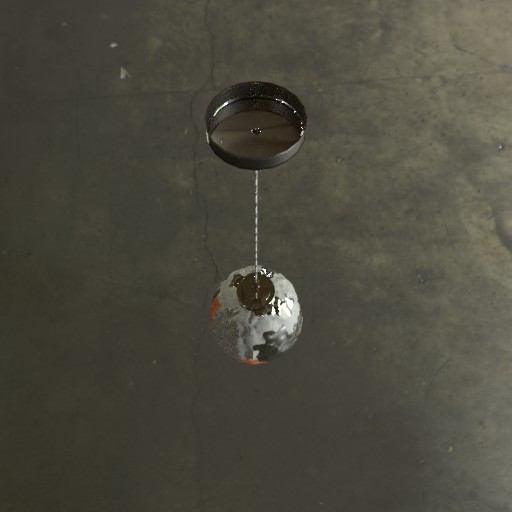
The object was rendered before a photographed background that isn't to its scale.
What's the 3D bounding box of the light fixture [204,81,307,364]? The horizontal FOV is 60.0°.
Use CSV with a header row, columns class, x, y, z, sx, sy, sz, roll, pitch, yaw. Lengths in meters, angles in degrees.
class,x,y,z,sx,sy,sz,roll,pitch,yaw
light fixture,0.000,0.000,1.761,0.496,1.511,0.500,-16,64,-8
